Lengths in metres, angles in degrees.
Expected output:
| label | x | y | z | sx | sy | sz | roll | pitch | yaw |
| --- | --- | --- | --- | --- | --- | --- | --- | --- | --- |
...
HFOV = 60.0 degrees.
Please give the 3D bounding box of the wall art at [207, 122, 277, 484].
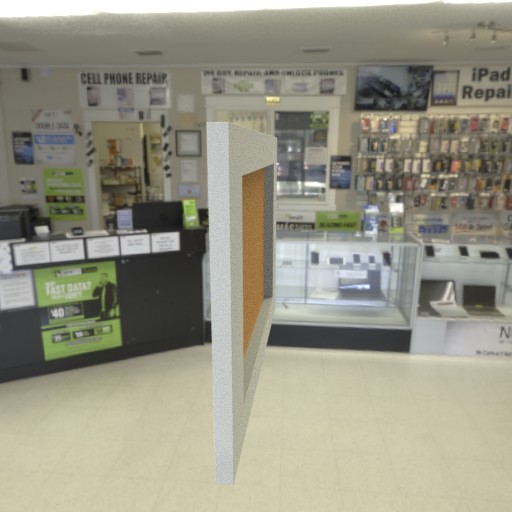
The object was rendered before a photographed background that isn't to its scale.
| label | x | y | z | sx | sy | sz | roll | pitch | yaw |
| --- | --- | --- | --- | --- | --- | --- | --- | --- | --- |
| wall art | 0.000 | 0.000 | 1.153 | 0.033 | 0.617 | 0.906 | 2 | 14 | 7 |
